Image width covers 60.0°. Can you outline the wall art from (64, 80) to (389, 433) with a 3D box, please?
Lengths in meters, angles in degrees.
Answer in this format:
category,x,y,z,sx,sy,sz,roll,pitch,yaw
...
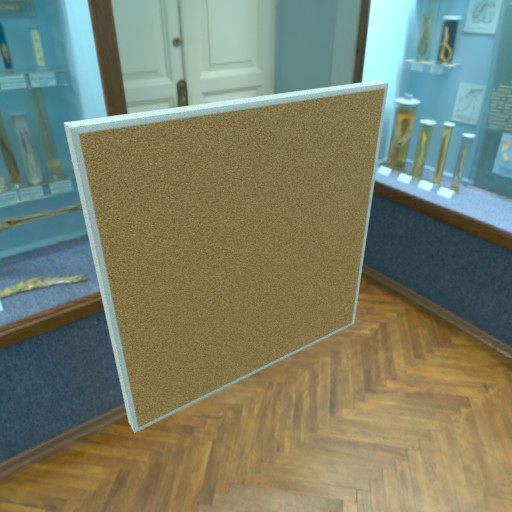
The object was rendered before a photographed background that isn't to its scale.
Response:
category,x,y,z,sx,sy,sz,roll,pitch,yaw
wall art,0.000,0.000,1.124,0.768,0.765,0.041,-19,35,-29
